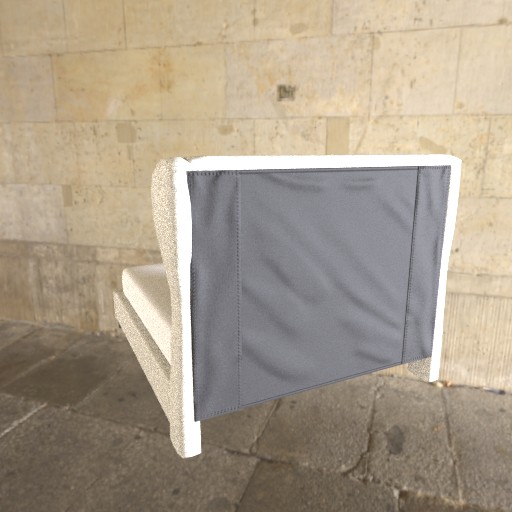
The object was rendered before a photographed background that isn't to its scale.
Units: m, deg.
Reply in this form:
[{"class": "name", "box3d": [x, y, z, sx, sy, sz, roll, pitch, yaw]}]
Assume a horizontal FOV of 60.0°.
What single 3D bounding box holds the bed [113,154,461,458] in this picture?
[{"class": "bed", "box3d": [0.000, 0.000, 3.922, 2.219, 1.771, 2.347, -7, 15, -26]}]
